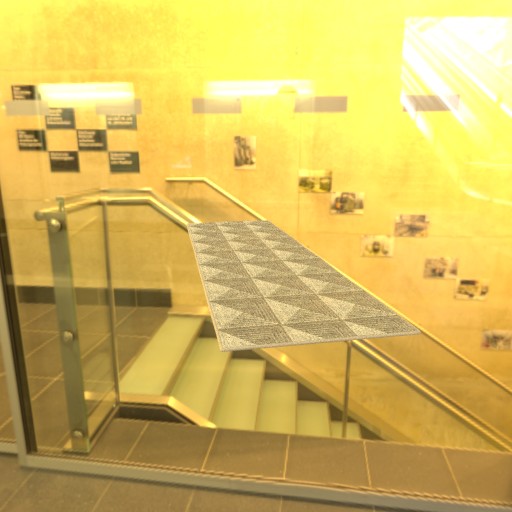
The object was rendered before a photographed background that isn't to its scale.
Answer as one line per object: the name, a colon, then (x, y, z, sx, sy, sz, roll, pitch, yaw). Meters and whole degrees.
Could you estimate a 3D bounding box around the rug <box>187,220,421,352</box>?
rug: (0.000, 0.000, 2.379, 0.645, 0.015, 2.182, -3, 14, -11)
